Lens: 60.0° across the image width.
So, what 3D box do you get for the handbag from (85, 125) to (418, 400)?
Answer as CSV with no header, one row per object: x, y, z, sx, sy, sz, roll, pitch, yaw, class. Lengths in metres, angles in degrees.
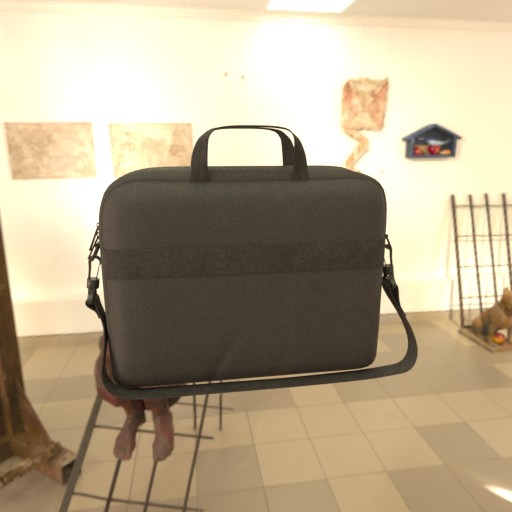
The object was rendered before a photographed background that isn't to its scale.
0.000,0.000,0.435,0.320,0.244,0.089,-2,14,-9,handbag
